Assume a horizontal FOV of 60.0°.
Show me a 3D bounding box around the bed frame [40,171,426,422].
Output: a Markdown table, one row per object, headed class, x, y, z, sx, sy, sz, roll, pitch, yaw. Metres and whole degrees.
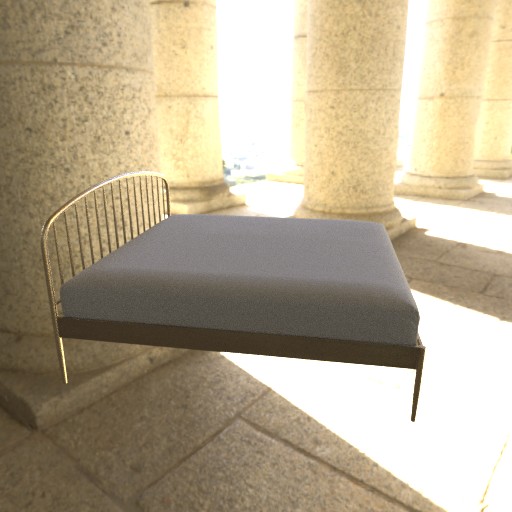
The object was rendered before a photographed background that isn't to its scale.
| class | x | y | z | sx | sy | sz | roll | pitch | yaw |
| --- | --- | --- | --- | --- | --- | --- | --- | --- | --- |
| bed frame | 0.000 | 0.000 | 3.385 | 2.152 | 1.174 | 2.016 | 3 | 18 | 9 |
